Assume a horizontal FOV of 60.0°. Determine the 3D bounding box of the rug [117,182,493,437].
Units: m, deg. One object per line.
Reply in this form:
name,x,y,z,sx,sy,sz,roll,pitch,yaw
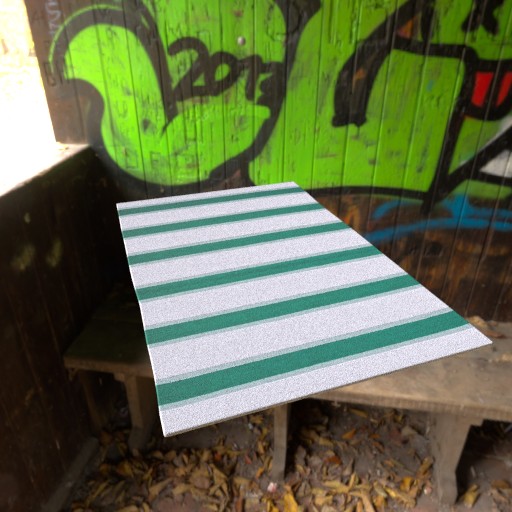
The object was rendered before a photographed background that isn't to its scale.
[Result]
rug,0.000,0.000,2.204,1.210,0.012,1.829,-10,31,-17
